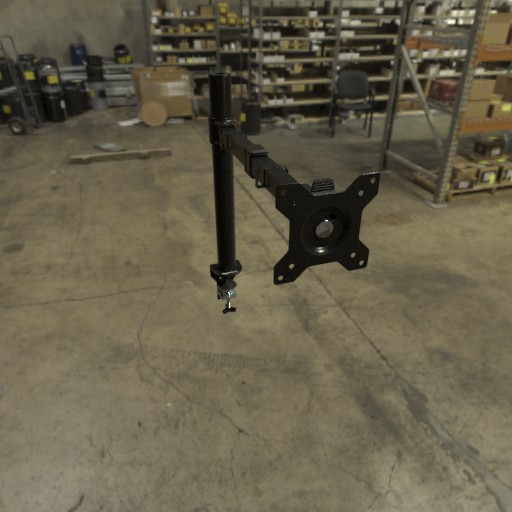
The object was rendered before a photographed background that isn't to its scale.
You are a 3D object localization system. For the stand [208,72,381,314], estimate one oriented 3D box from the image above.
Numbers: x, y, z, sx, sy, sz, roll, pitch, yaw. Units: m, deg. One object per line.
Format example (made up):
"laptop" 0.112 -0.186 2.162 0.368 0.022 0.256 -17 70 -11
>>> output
"stand" 0.000 0.000 0.730 0.115 0.510 0.456 -10 32 -16
